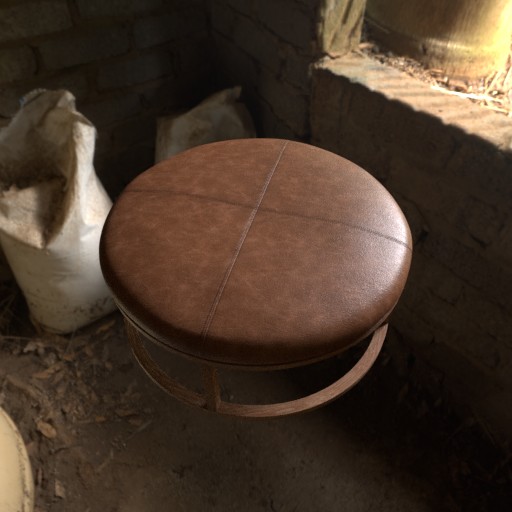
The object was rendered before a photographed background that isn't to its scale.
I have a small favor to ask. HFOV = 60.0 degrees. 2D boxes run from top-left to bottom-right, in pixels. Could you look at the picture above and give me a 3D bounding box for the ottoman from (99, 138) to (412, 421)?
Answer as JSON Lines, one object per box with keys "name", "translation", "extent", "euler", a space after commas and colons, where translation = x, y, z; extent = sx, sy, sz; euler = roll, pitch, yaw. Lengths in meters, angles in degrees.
{"name": "ottoman", "translation": [0.000, 0.000, 1.562], "extent": [1.006, 0.445, 1.006], "euler": [0, 46, 0]}
